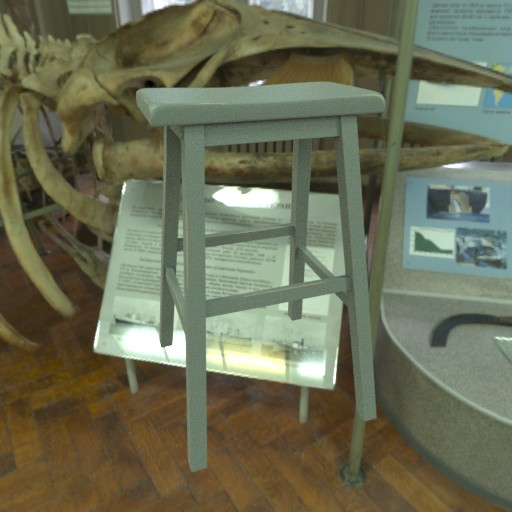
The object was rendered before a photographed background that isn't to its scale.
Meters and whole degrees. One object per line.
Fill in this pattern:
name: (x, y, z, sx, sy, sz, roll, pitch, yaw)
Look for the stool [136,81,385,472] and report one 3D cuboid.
stool: (0.000, 0.000, 1.047, 0.457, 0.737, 0.476, -9, 28, -17)
